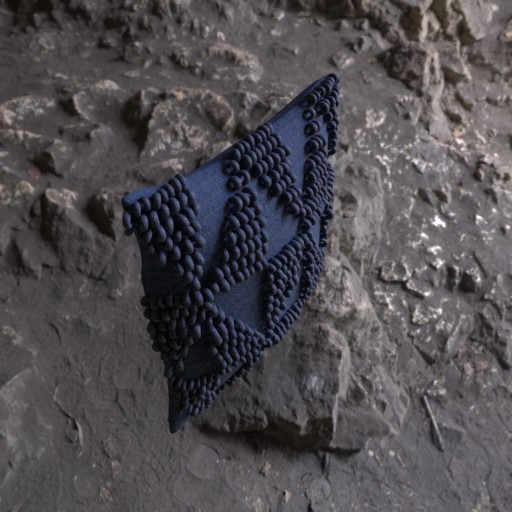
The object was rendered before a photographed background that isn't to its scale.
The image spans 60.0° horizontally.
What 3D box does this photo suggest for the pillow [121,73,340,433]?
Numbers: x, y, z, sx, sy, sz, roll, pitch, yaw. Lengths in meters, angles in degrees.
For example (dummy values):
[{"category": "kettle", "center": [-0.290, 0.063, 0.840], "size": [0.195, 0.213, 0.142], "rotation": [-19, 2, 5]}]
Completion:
[{"category": "pillow", "center": [0.000, 0.000, 0.725], "size": [0.172, 0.466, 0.469], "rotation": [25, 47, 25]}]
